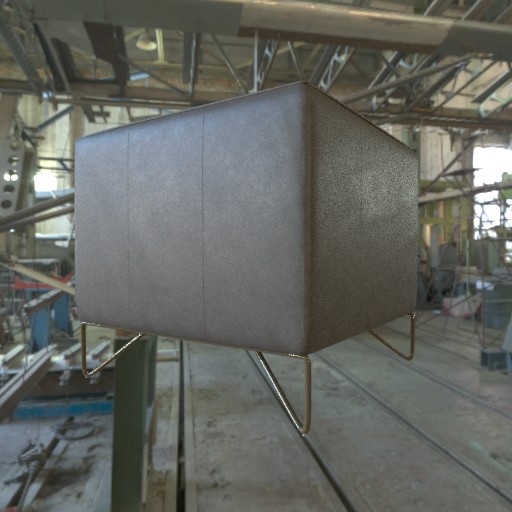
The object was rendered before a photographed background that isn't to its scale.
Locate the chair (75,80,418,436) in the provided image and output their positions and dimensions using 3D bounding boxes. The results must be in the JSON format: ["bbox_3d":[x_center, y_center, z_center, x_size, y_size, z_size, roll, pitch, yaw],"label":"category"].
[{"bbox_3d":[0.000,0.000,1.553,0.894,0.790,0.880,1,1,35],"label":"chair"}]
